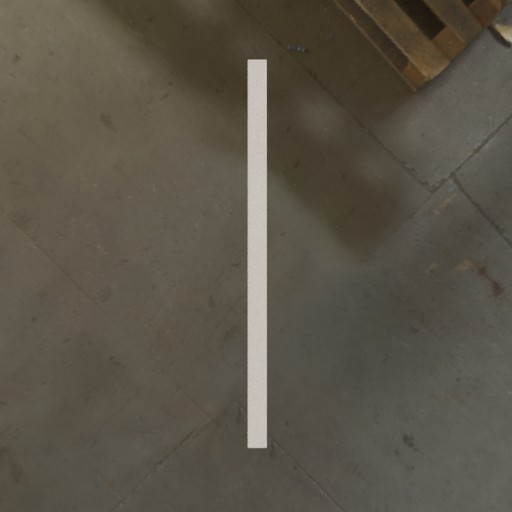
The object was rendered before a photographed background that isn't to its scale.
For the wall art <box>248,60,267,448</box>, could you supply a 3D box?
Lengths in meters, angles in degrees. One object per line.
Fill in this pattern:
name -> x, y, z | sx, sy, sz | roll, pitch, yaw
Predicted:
wall art -> 0.000, 0.000, 1.443 | 0.038, 1.143, 0.764 | 0, 89, 0
